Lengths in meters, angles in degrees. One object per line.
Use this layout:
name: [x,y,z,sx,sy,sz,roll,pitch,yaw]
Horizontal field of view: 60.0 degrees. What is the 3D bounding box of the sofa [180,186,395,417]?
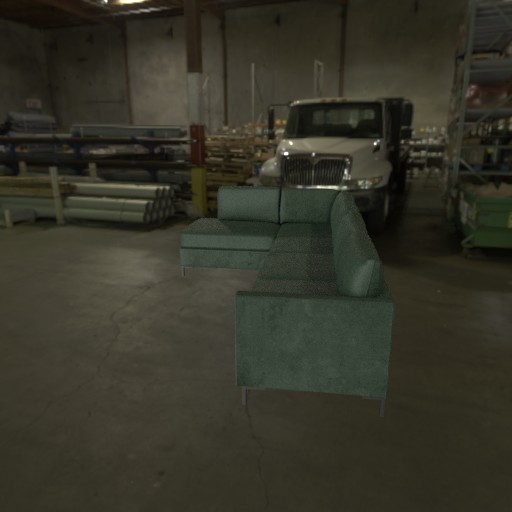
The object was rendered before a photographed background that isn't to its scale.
sofa: [0.000,0.000,4.257,2.048,0.996,3.384,2,15,8]
